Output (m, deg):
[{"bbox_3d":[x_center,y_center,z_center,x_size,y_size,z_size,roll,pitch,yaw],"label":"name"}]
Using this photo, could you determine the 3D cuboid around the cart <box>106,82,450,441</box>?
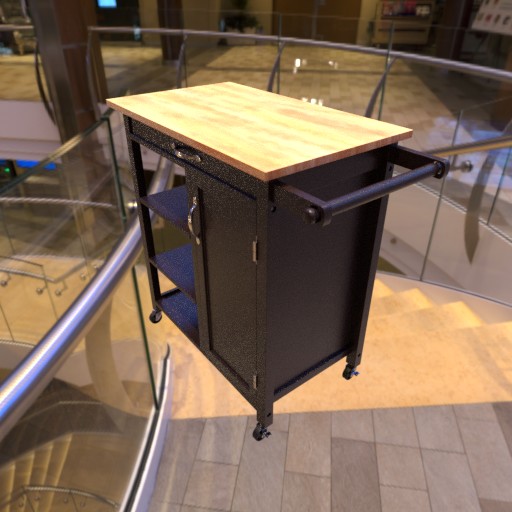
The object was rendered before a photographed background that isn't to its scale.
[{"bbox_3d":[0.000,0.000,1.425,0.472,0.878,0.914,-22,38,-32],"label":"cart"}]
